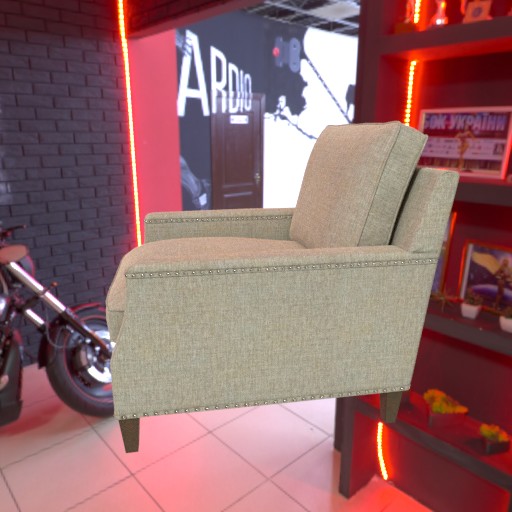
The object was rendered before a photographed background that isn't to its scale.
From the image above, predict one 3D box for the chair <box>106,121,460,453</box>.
[{"bbox_3d":[0.000,0.000,1.632,1.014,0.943,0.853,-3,15,-10],"label":"chair"}]
